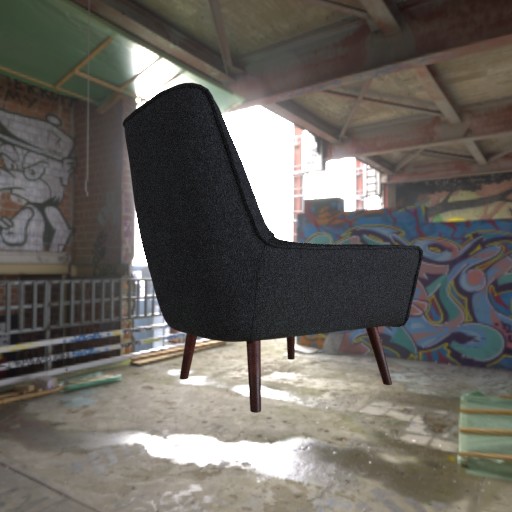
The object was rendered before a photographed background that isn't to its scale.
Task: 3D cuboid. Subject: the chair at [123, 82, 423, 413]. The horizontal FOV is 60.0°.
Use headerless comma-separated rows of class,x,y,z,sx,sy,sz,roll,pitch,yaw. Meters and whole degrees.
chair,0.000,0.000,1.527,0.859,0.883,0.763,1,-2,-36
